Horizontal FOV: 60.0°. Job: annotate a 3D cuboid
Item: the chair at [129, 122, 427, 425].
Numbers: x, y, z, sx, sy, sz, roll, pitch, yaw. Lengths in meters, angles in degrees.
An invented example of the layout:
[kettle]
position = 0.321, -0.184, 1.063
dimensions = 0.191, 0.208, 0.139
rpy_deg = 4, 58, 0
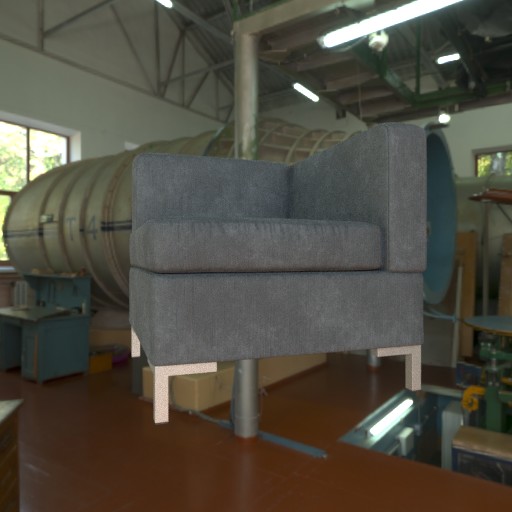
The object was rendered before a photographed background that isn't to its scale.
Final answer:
[chair]
position = 0.000, 0.000, 1.260
dimensions = 0.680, 0.660, 0.680
rpy_deg = 0, 0, -20
